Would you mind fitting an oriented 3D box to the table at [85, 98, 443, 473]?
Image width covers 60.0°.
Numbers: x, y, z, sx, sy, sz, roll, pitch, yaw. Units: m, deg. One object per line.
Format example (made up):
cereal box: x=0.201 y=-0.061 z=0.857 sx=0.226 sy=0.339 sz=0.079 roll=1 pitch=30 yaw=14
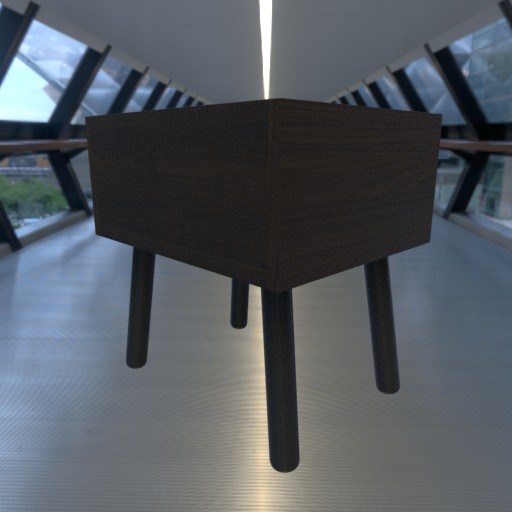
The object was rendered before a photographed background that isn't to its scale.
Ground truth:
table: x=0.000 y=0.000 z=0.776 sx=0.370 sy=0.470 sz=0.450 roll=-14 pitch=20 yaw=-43
